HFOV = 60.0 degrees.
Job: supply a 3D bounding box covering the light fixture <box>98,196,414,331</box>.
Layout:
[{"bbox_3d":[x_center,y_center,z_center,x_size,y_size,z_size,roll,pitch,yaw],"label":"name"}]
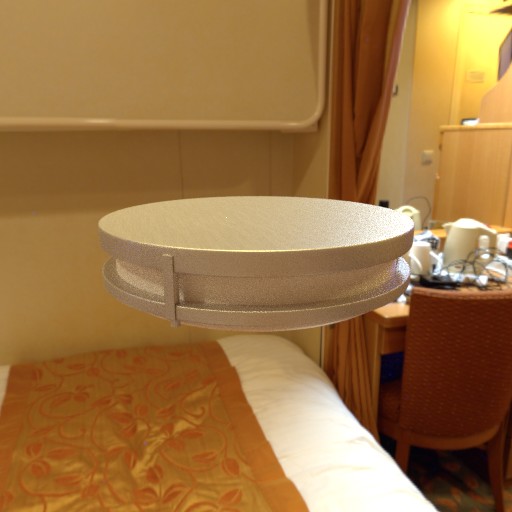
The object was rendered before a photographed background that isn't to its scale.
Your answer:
[{"bbox_3d":[0.000,0.000,0.536,0.356,0.102,0.356,0,15,0],"label":"light fixture"}]
